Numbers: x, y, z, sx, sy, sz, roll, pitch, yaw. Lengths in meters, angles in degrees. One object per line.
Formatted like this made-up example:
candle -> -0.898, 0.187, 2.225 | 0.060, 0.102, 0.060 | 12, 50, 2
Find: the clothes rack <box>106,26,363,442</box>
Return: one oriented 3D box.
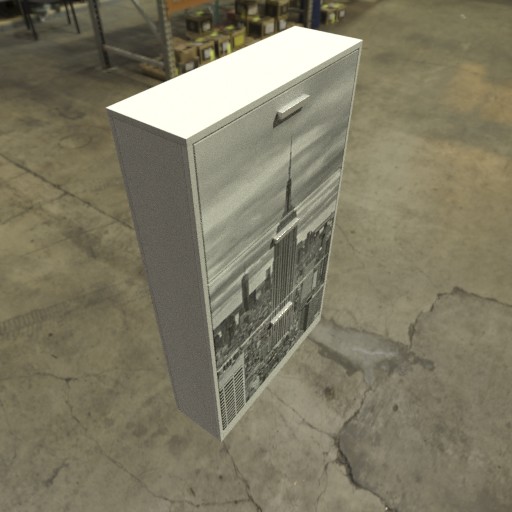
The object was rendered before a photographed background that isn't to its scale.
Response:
clothes rack -> 0.000, 0.000, 1.553 | 0.250, 1.280, 0.750 | 27, 49, 26
